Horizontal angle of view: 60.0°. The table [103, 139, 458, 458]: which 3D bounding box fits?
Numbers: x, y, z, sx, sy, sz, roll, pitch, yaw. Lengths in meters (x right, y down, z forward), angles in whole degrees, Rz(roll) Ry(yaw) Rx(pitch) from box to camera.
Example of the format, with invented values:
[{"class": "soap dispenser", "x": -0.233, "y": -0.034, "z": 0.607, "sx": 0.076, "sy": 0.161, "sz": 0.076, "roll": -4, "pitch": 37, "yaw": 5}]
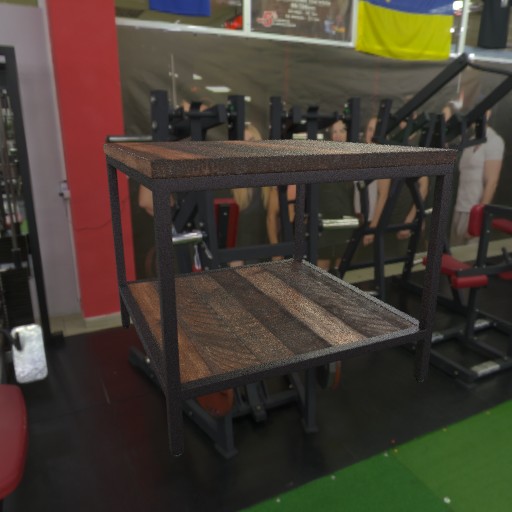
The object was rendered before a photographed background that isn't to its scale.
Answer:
[{"class": "table", "x": 0.000, "y": 0.000, "z": 0.998, "sx": 0.553, "sy": 0.482, "sz": 0.548, "roll": -8, "pitch": 18, "yaw": -23}]
